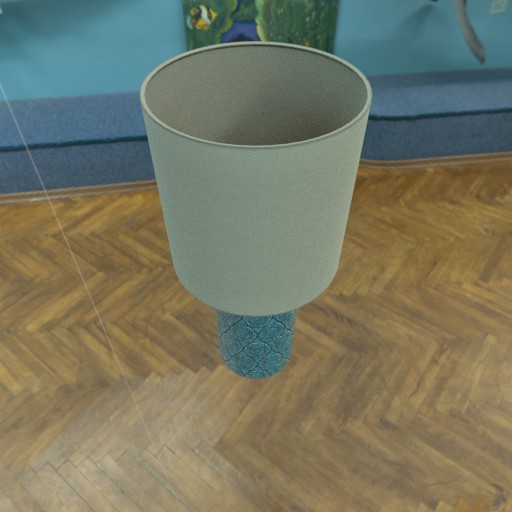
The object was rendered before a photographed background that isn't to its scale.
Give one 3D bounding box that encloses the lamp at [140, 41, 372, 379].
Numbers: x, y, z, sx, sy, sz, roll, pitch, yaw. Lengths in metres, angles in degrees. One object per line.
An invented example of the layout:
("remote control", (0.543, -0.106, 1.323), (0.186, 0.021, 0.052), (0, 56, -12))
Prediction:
("lamp", (0.000, 0.000, 0.753), (0.278, 0.597, 0.278), (-4, 46, -4))
